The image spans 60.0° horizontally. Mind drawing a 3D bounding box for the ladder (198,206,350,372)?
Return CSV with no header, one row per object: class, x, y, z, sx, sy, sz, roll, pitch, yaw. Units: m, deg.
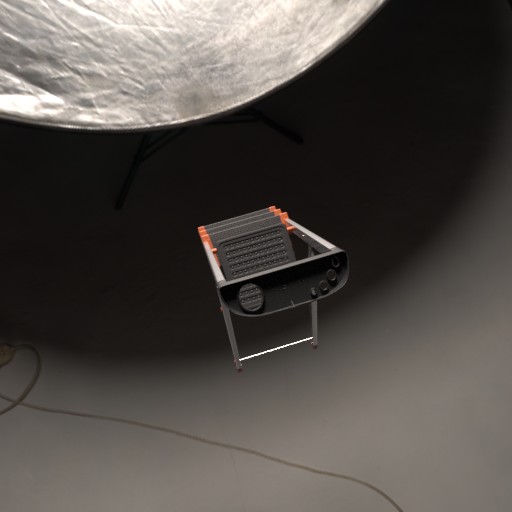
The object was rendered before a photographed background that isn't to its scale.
ladder,0.000,0.000,1.785,0.452,1.429,0.834,-16,77,-4
